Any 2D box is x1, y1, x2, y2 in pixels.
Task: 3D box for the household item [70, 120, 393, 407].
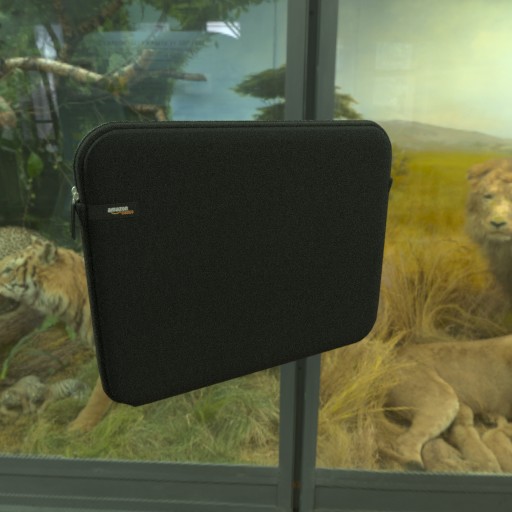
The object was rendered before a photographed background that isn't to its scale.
[{"bbox_3d":[0.000,0.000,0.521,0.396,0.305,0.030,-9,20,-27],"label":"household item"}]
